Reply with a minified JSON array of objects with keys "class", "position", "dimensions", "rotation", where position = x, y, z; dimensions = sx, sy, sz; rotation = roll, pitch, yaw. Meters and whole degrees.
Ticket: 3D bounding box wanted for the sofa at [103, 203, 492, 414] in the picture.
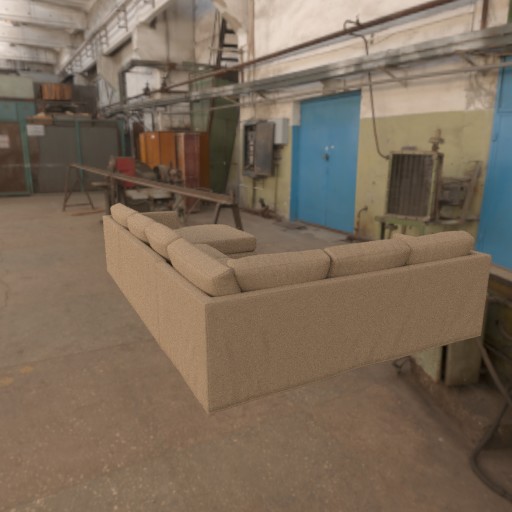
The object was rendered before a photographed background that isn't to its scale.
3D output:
[{"class":"sofa","position":[0.000,0.000,4.495],"dimensions":[2.427,0.882,3.460],"rotation":[-7,16,-27]}]
